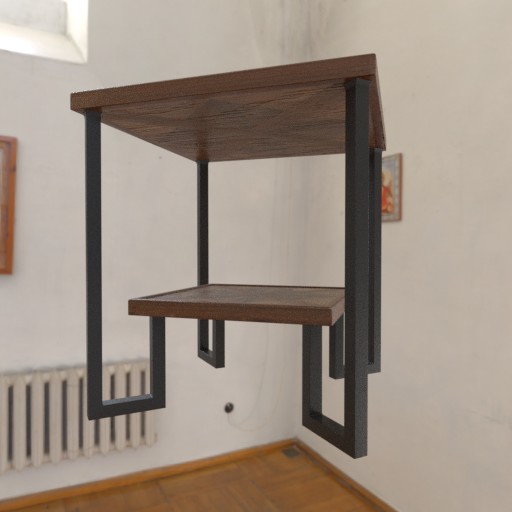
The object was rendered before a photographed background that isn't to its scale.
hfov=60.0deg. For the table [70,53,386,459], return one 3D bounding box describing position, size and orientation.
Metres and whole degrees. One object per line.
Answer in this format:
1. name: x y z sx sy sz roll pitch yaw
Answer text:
1. table: 0.000 0.000 0.920 0.503 0.563 0.503 0 1 18
